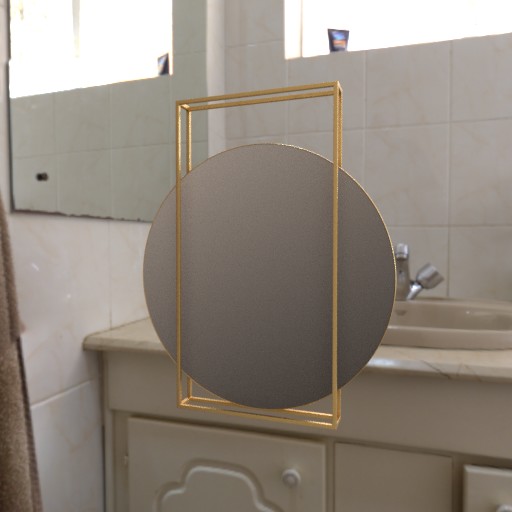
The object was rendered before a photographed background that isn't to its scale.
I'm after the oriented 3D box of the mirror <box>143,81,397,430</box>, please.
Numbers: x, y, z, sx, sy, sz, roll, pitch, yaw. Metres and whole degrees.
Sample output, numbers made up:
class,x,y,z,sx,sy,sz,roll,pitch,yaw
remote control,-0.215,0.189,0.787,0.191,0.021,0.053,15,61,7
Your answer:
class,x,y,z,sx,sy,sz,roll,pitch,yaw
mirror,0.000,0.000,0.841,0.508,0.603,0.051,0,1,20
